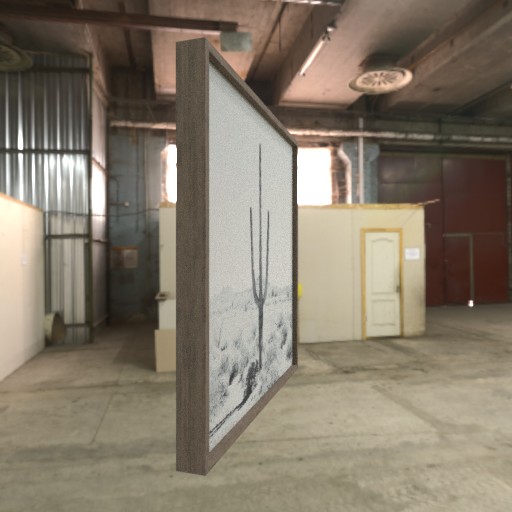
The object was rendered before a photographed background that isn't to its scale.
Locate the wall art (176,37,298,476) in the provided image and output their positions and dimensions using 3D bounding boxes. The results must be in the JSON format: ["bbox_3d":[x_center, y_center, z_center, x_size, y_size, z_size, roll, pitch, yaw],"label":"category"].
[{"bbox_3d":[0.000,0.000,0.761,0.038,0.508,0.508,0,0,18],"label":"wall art"}]
